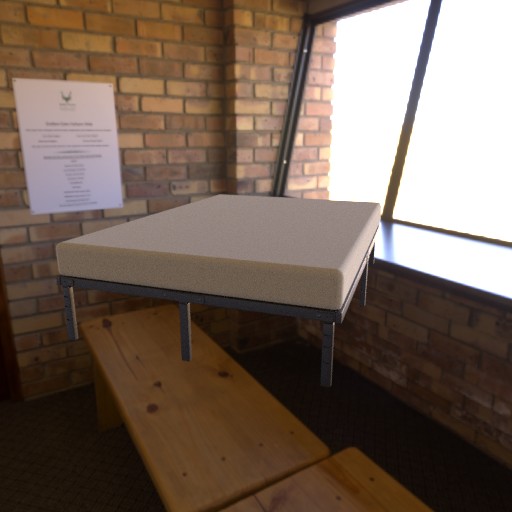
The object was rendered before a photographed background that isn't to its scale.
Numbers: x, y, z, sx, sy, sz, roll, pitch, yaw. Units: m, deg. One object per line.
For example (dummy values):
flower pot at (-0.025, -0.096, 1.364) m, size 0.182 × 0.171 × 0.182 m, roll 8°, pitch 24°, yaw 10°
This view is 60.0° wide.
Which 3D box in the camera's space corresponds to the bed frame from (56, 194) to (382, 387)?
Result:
bed frame at (0.000, 0.000, 3.860) m, size 2.205 × 0.680 × 2.842 m, roll 8°, pitch 17°, yaw 26°
